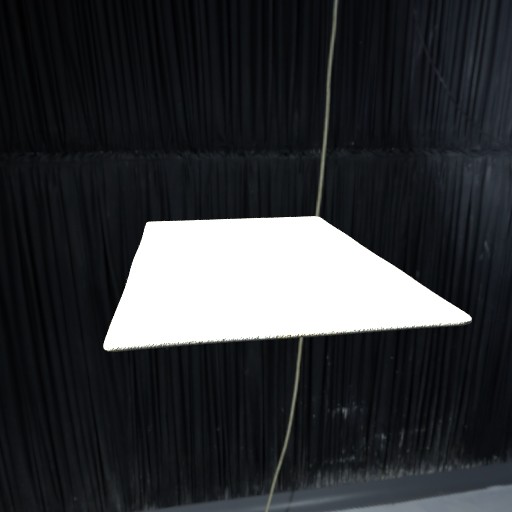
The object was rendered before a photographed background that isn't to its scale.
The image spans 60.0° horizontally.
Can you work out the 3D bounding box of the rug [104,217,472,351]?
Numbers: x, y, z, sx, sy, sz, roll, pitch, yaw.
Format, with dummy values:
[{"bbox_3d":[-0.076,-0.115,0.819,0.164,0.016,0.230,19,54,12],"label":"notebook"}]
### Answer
[{"bbox_3d":[0.000,0.000,3.353,1.798,0.025,2.698,-3,16,-9],"label":"rug"}]
